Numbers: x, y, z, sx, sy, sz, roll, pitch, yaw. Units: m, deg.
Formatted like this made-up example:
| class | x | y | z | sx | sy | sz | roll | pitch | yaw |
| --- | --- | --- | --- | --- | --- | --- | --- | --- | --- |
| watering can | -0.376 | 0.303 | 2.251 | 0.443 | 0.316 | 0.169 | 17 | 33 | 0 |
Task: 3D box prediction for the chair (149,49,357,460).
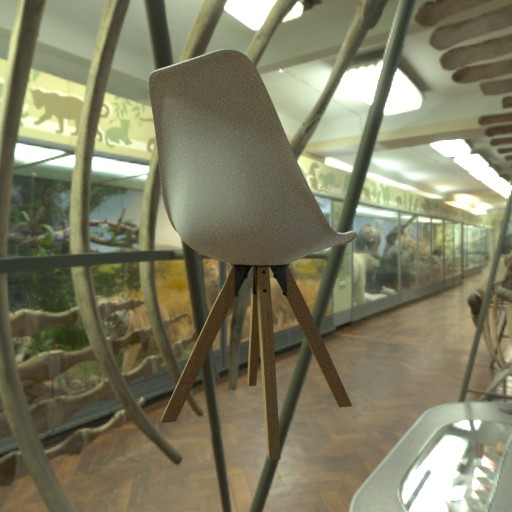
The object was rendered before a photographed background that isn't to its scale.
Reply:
| class | x | y | z | sx | sy | sz | roll | pitch | yaw |
| --- | --- | --- | --- | --- | --- | --- | --- | --- | --- |
| chair | 0.000 | 0.000 | 1.169 | 0.485 | 0.849 | 0.550 | 1 | 2 | 35 |
